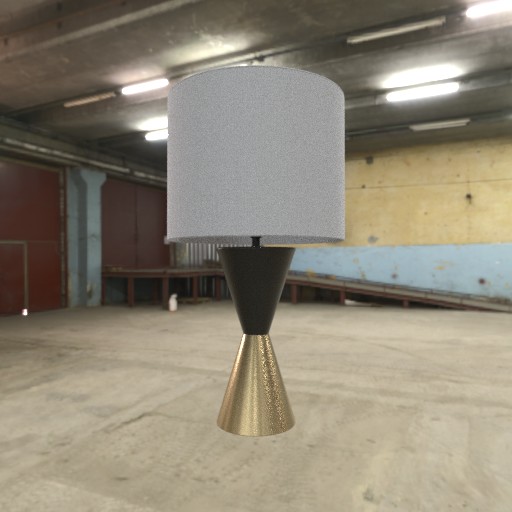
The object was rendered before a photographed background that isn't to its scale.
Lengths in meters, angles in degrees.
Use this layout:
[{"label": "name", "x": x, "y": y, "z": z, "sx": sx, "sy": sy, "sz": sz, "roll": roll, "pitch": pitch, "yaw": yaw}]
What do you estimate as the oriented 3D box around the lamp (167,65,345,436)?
[{"label": "lamp", "x": 0.000, "y": 0.000, "z": 0.773, "sx": 0.304, "sy": 0.573, "sz": 0.304, "roll": 1, "pitch": -1, "yaw": -36}]
